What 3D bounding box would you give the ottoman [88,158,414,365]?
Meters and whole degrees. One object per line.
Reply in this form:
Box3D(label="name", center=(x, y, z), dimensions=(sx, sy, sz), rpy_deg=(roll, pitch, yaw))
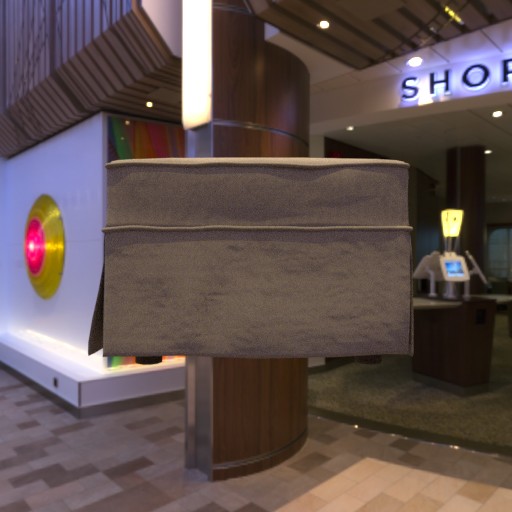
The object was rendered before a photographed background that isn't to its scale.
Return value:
Box3D(label="ottoman", center=(0.000, 0.000, 1.352), dimensions=(0.703, 0.479, 0.944), rpy_deg=(0, 0, 0))
